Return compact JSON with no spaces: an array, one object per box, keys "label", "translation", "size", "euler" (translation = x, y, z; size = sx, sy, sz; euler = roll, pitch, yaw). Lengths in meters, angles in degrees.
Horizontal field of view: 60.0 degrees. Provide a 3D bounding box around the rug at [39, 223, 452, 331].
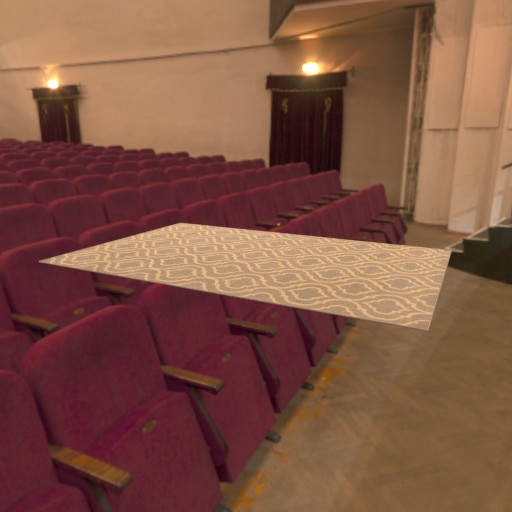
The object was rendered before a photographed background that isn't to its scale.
[{"label":"rug","translation":[0.000,0.000,2.231],"size":[1.749,0.015,1.141],"euler":[7,17,25]}]
